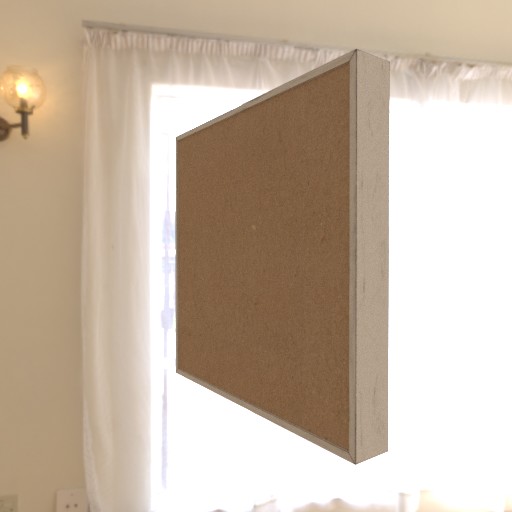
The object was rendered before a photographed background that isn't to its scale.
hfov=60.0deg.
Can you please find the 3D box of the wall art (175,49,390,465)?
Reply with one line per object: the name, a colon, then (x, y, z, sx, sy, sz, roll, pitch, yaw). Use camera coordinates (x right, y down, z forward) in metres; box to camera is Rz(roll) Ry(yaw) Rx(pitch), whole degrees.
wall art: (0.000, 0.000, 0.459, 0.038, 0.305, 0.305, 0, 1, -36)
